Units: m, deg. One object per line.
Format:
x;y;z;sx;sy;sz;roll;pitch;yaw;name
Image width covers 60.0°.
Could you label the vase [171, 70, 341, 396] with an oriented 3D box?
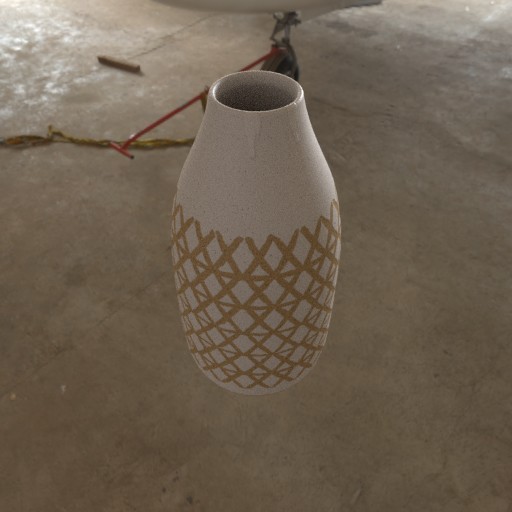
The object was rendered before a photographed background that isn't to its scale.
0.000;0.000;0.490;0.186;0.380;0.186;0;46;0;vase
